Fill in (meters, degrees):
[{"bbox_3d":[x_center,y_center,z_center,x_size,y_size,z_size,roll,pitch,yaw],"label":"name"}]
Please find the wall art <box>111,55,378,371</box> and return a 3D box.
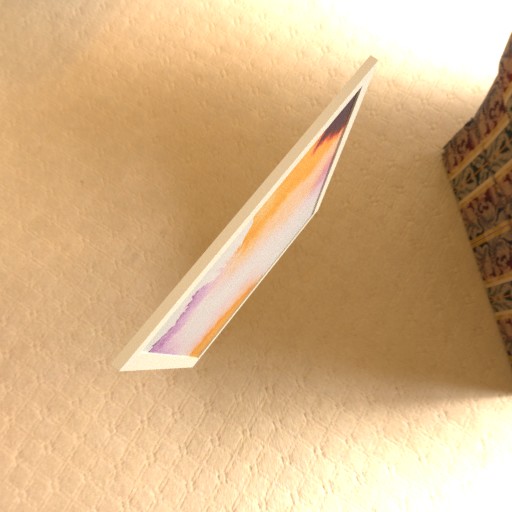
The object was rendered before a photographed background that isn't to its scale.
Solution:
[{"bbox_3d":[0.000,0.000,0.783,0.012,0.557,0.482,37,79,8],"label":"wall art"}]
